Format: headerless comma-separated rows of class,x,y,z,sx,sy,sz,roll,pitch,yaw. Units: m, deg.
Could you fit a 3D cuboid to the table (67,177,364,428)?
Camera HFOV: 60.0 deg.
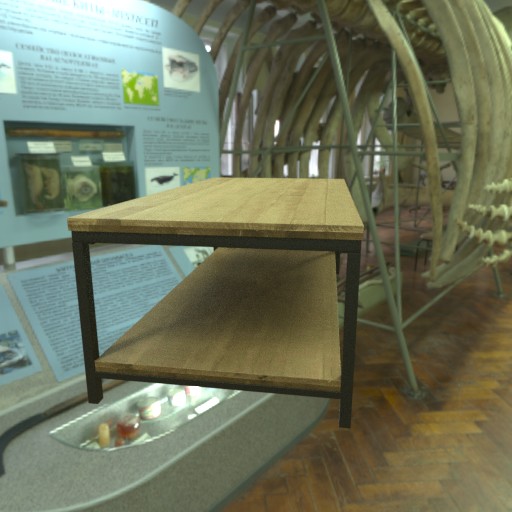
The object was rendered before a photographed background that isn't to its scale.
table,0.000,0.000,1.374,0.551,0.399,1.100,2,14,9
